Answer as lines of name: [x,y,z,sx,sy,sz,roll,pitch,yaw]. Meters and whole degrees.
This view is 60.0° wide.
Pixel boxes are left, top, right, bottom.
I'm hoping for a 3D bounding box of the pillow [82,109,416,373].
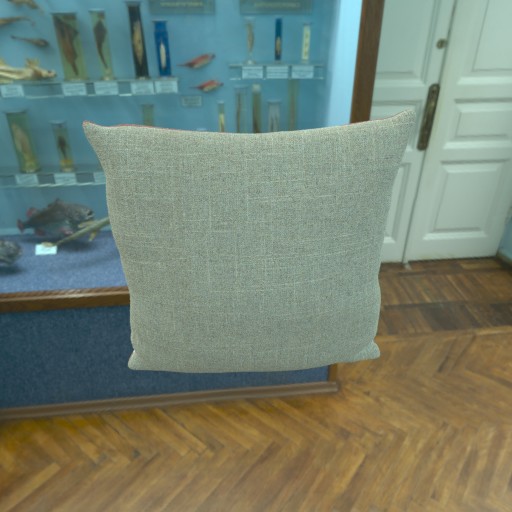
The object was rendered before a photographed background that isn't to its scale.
pillow: [0.000,0.000,0.674,0.439,0.427,0.182,-2,31,-4]
